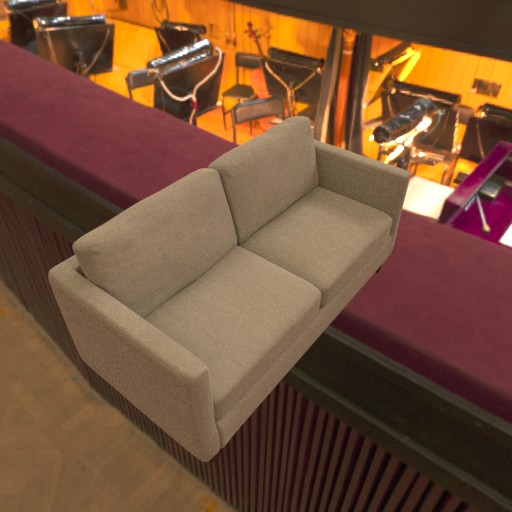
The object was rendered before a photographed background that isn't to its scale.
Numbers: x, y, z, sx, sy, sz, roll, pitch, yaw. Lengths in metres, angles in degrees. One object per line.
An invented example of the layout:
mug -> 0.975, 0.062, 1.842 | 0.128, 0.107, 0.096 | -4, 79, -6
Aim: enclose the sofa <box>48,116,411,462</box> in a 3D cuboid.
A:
sofa -> 0.000, 0.000, 2.480 | 0.950, 0.963, 1.884 | 27, 47, 28
